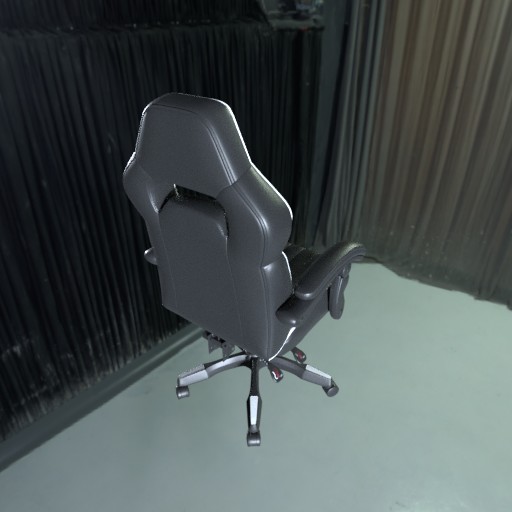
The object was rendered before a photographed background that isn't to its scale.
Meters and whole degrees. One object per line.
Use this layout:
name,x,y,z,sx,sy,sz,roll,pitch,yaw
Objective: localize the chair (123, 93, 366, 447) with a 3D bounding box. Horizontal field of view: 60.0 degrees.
chair,0.000,0.000,1.611,0.676,1.200,0.700,21,37,31
